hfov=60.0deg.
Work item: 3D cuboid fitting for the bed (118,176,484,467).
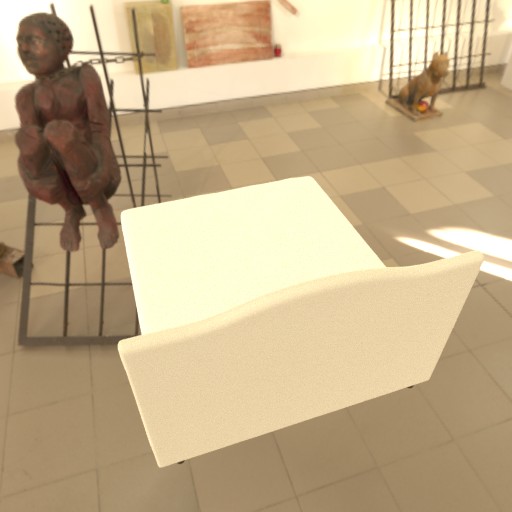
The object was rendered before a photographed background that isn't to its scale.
[{"bbox_3d":[0.000,0.000,3.469,2.083,1.421,2.182,-13,43,-14],"label":"bed"}]
